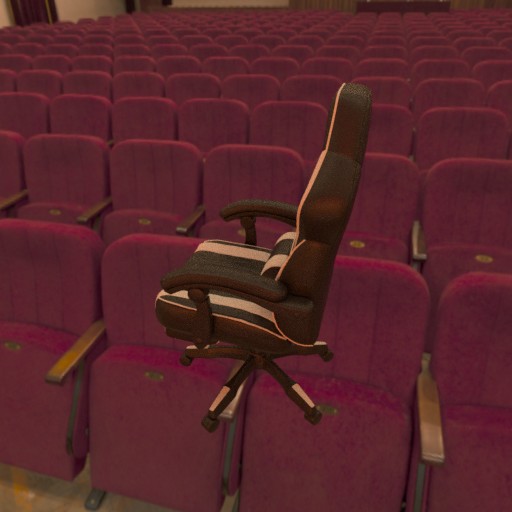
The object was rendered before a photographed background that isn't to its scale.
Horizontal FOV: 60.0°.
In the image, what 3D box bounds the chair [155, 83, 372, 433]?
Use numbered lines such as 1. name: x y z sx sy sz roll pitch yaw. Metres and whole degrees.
1. chair: 0.000 0.000 1.633 0.700 1.200 0.676 7 30 13
